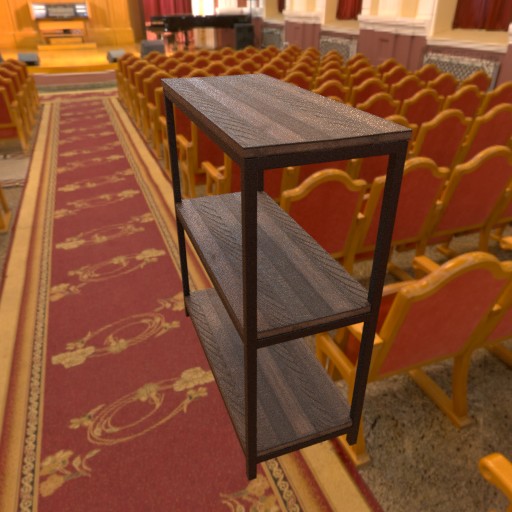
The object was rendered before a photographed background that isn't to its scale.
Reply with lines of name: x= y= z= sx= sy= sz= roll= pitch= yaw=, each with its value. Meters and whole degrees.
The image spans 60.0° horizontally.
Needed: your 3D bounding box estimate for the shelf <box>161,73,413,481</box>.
shelf: x=0.000 y=0.000 z=1.389 sx=0.352 sy=0.947 sz=0.822 roll=-10 pitch=32 yaw=-18
